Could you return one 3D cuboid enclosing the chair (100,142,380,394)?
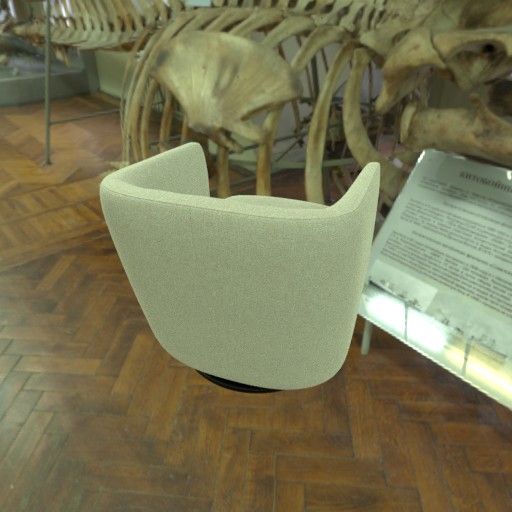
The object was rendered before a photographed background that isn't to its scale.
[{"bbox_3d":[0.000,0.000,1.695,0.822,0.861,0.986,10,33,16],"label":"chair"}]
